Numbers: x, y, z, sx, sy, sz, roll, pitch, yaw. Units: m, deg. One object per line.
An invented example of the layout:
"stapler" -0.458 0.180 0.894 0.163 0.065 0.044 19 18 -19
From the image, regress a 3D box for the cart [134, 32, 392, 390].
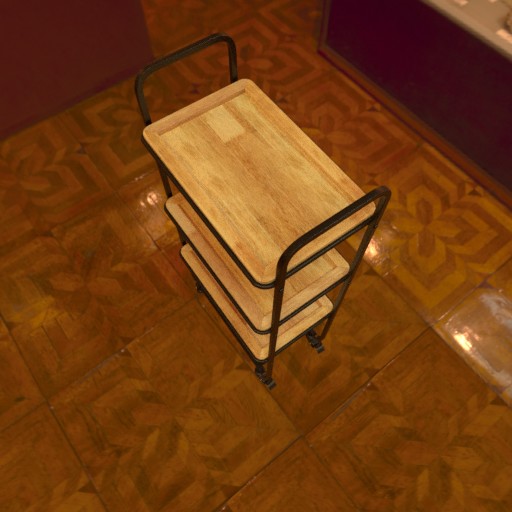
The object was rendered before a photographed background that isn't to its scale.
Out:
"cart" 0.000 0.000 1.322 0.321 1.080 0.545 -32 67 -16
